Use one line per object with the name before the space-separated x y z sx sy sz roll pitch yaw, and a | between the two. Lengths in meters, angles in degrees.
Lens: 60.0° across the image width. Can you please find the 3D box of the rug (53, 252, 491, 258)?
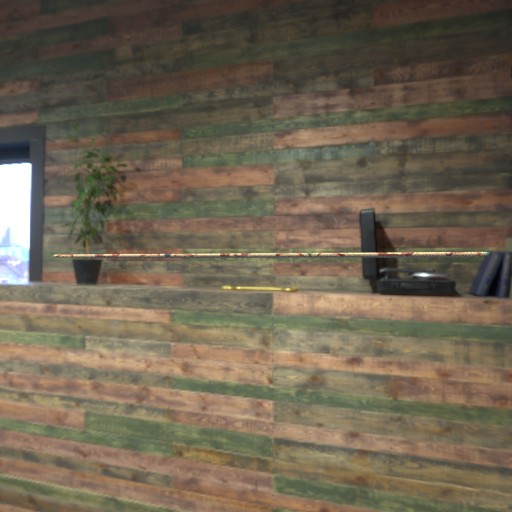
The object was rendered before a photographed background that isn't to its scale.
rug | 0.000 0.000 2.501 2.273 0.016 0.693 0 -1 19
